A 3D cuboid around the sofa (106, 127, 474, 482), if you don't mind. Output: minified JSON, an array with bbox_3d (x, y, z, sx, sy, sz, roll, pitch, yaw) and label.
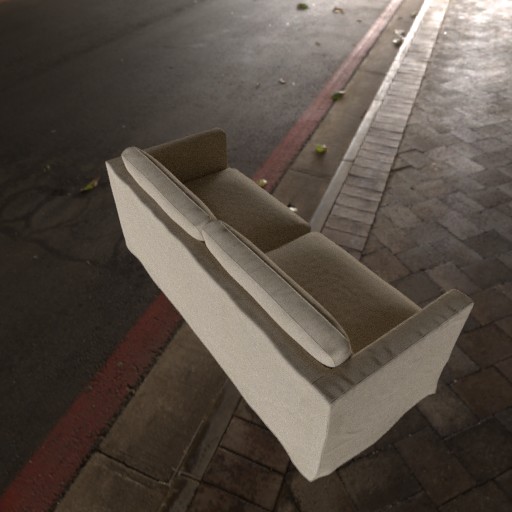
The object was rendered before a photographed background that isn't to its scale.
[{"bbox_3d":[0.000,0.000,2.729,0.956,0.847,2.296,-25,47,-26],"label":"sofa"}]
